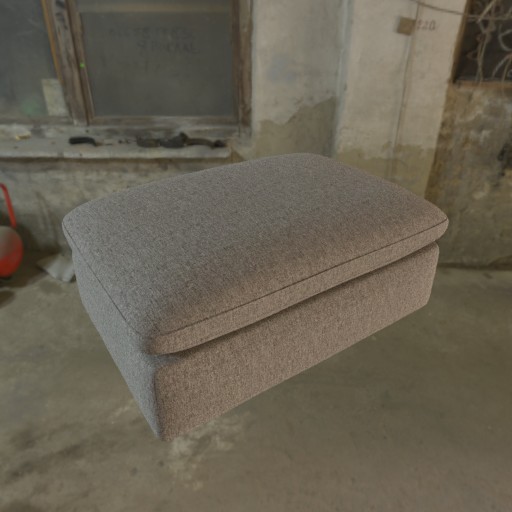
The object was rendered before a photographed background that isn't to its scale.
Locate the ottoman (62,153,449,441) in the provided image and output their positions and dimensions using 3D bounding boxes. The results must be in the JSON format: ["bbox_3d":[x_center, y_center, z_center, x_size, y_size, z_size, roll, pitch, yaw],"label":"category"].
[{"bbox_3d":[0.000,0.000,1.370,0.977,0.451,0.694,-19,37,-28],"label":"ottoman"}]
